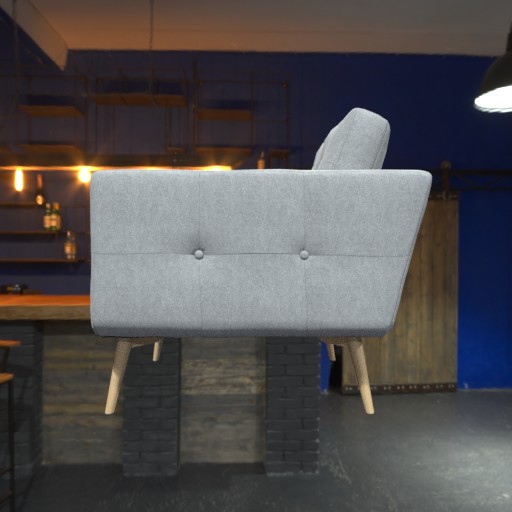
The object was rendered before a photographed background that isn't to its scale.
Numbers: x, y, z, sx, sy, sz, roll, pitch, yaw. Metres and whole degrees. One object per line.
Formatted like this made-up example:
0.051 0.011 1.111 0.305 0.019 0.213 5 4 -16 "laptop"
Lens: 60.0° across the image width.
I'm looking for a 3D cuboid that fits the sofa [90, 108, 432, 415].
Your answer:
0.000 0.000 1.506 0.920 0.860 0.770 0 1 0 "sofa"
